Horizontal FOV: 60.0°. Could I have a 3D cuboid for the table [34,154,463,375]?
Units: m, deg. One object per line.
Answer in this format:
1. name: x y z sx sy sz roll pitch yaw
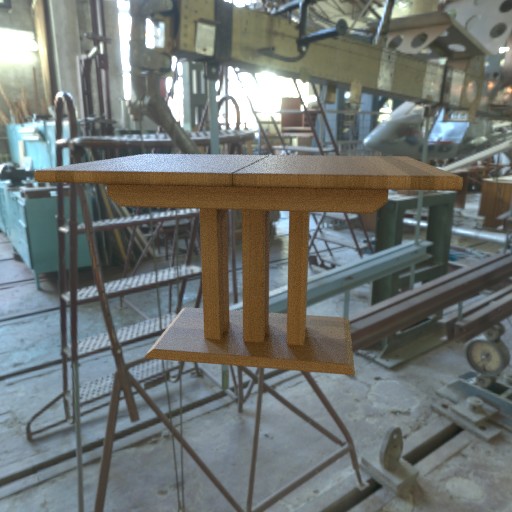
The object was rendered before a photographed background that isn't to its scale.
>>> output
1. table: 0.000 0.000 1.847 1.300 0.770 0.900 3 16 9
